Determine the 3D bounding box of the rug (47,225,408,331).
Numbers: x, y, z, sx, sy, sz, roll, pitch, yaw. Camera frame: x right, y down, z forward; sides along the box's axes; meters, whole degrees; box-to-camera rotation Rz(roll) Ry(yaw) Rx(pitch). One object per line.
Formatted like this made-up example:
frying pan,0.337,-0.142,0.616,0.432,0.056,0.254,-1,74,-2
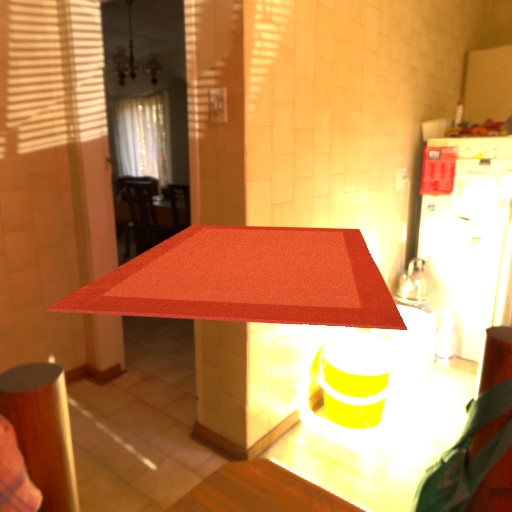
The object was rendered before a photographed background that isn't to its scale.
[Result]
rug,0.000,0.000,2.342,1.219,0.014,1.829,2,13,8
